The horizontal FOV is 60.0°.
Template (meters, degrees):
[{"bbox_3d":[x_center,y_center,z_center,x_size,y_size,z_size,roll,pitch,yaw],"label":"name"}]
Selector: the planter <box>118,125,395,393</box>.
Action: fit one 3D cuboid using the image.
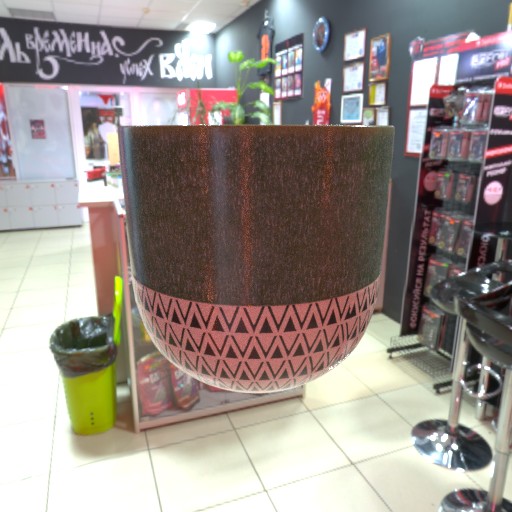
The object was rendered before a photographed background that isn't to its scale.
[{"bbox_3d":[0.000,0.000,0.480,0.266,0.270,0.266,0,16,0],"label":"planter"}]
